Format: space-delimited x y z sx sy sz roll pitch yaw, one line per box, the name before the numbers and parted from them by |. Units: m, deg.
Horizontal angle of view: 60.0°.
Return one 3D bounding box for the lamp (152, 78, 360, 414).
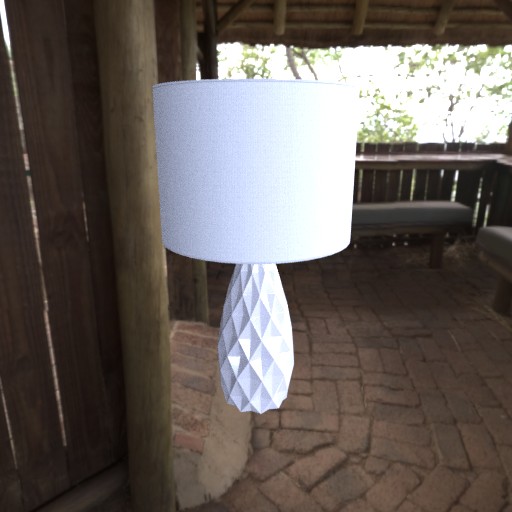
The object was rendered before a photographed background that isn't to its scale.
lamp | 0.000 0.000 0.724 0.297 0.522 0.297 0 17 0
